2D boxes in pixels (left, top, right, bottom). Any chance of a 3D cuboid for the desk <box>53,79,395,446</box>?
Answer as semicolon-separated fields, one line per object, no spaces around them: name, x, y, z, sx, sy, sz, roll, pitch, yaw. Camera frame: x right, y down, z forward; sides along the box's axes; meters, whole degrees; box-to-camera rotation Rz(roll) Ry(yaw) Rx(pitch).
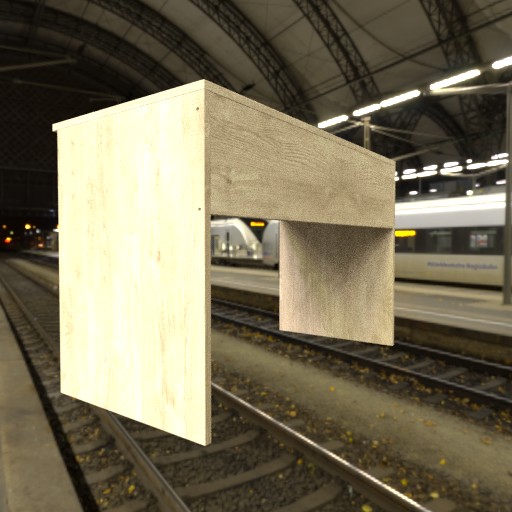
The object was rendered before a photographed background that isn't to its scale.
desk;0.000;0.000;1.489;0.560;0.730;1.100;1;2;36
